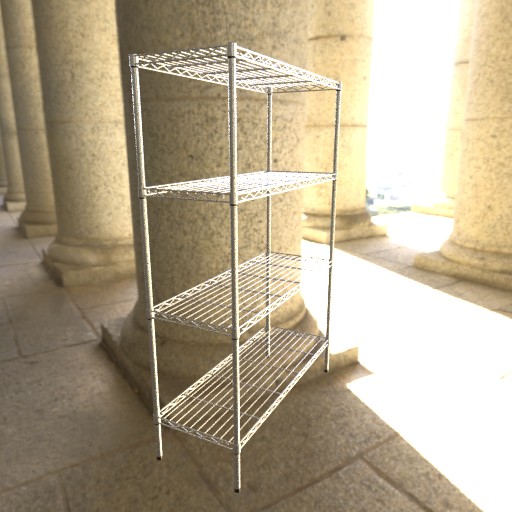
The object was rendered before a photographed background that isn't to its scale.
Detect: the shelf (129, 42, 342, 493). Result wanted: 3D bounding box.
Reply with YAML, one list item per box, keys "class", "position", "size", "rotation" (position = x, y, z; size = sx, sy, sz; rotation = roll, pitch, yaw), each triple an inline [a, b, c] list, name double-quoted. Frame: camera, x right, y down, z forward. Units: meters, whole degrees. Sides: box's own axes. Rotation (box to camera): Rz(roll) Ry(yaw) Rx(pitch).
- class: "shelf"
  position: [0.000, 0.000, 1.744]
  size: [0.352, 1.360, 0.907]
  rotation: [8, 16, 27]
